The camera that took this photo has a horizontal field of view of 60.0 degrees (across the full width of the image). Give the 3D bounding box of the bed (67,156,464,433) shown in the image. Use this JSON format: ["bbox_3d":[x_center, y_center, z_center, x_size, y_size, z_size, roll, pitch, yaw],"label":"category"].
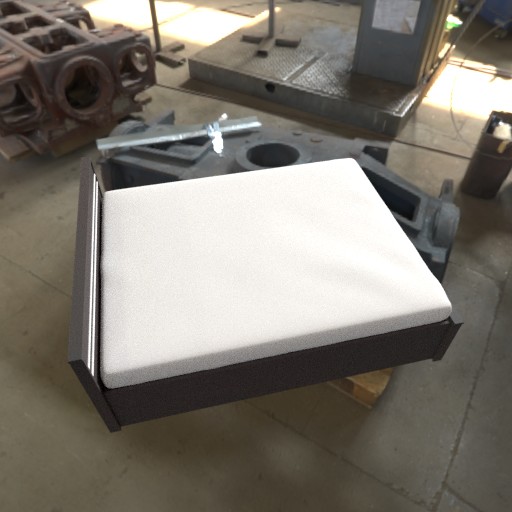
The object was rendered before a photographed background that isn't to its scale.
[{"bbox_3d":[0.000,0.000,2.977,2.103,0.808,1.634,-10,47,-9],"label":"bed"}]
